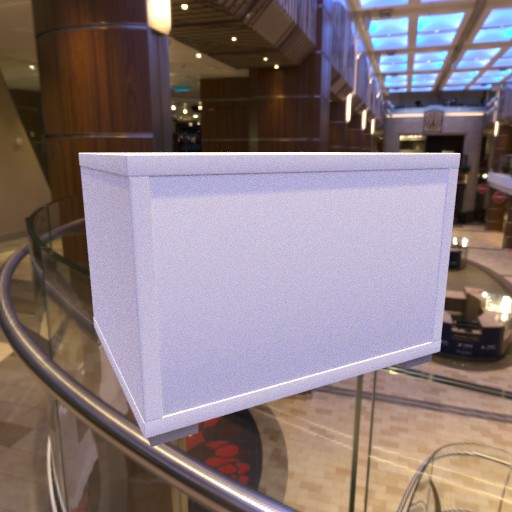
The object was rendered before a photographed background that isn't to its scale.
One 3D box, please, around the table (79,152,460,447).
[{"bbox_3d":[0.000,0.000,0.791,0.517,0.357,0.399,-7,15,-27],"label":"table"}]
